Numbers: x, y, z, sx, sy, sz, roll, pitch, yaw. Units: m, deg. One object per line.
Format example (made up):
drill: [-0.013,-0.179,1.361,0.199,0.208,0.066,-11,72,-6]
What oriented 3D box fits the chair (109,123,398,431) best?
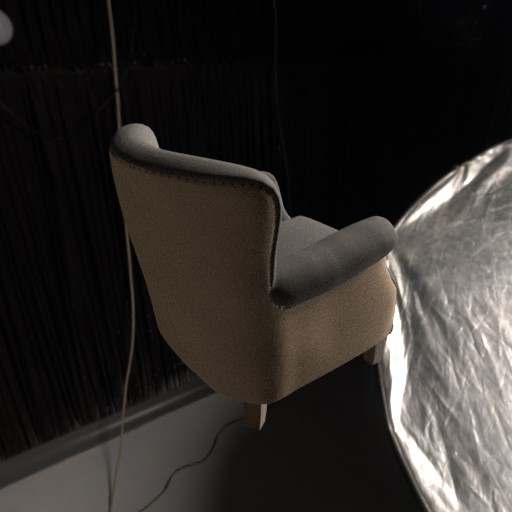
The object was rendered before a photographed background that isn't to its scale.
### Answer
chair: [0.000,0.000,1.670,0.921,0.936,0.861,-17,31,-30]
